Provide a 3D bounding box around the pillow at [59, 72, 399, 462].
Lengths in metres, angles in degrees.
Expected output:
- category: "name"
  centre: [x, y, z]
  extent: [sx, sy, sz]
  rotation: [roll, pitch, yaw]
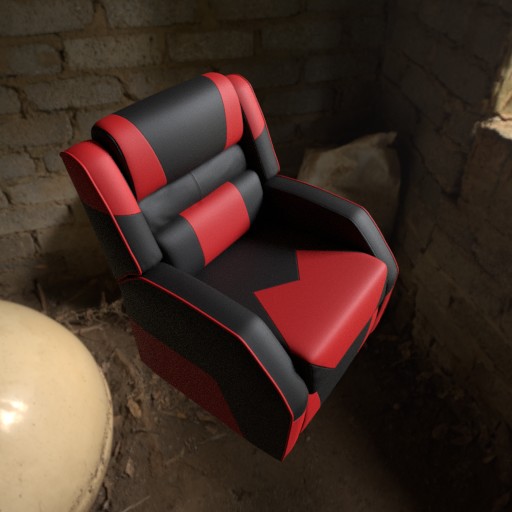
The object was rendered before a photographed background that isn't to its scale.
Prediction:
- category: "pillow"
  centre: [0.000, 0.000, 1.270]
  extent: [0.672, 0.805, 0.620]
  rotation: [26, 48, 26]
